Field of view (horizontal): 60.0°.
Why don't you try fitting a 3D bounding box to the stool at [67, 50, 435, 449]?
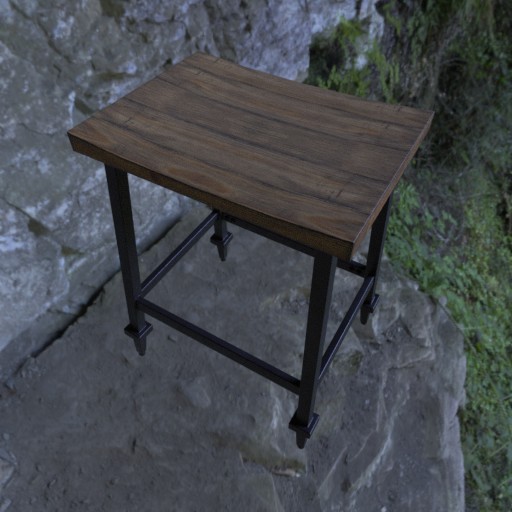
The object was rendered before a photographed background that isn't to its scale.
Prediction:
[{"bbox_3d":[0.000,0.000,0.927,0.486,0.625,0.405,23,51,20],"label":"stool"}]
